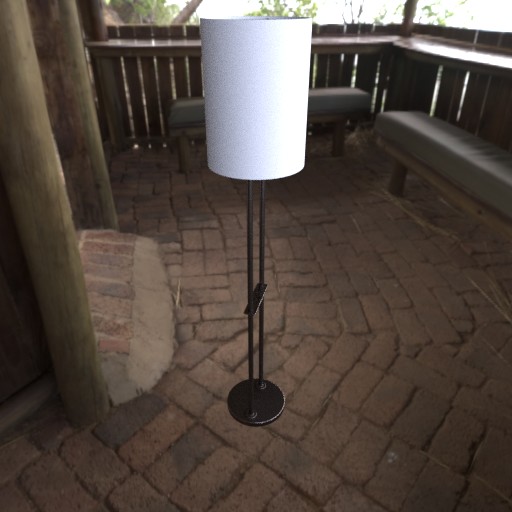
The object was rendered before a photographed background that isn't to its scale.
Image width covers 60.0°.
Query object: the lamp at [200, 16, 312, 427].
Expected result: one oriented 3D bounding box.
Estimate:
[{"bbox_3d":[0.000,0.000,1.583,0.305,1.500,0.306,7,31,13],"label":"lamp"}]
